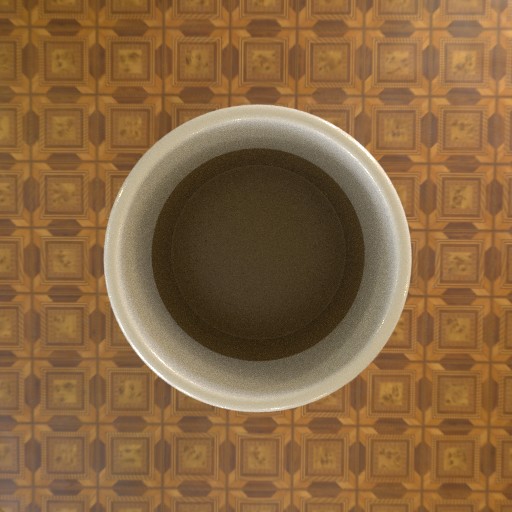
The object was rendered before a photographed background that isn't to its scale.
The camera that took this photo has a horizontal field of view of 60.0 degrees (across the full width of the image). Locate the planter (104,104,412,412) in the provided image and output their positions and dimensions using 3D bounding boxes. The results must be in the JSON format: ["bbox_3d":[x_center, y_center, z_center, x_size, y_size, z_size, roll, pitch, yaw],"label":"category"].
[{"bbox_3d":[0.000,0.000,0.642,0.310,0.432,0.310,0,92,1],"label":"planter"}]
